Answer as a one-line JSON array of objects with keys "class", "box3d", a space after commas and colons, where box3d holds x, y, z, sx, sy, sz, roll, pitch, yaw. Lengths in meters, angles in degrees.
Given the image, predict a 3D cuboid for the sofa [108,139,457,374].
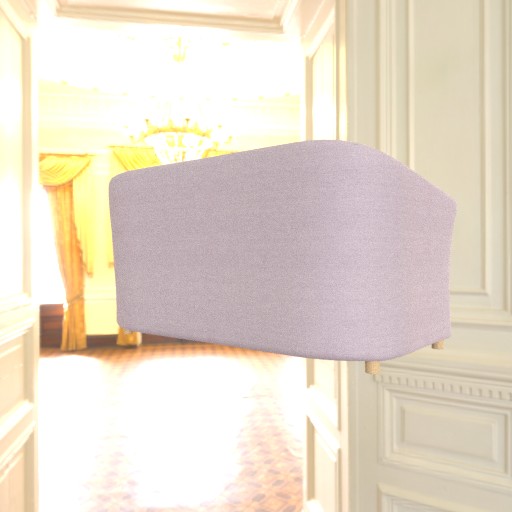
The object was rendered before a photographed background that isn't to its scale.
[{"class": "sofa", "box3d": [0.000, 0.000, 1.879, 1.452, 0.721, 0.705, 0, 0, 36]}]
